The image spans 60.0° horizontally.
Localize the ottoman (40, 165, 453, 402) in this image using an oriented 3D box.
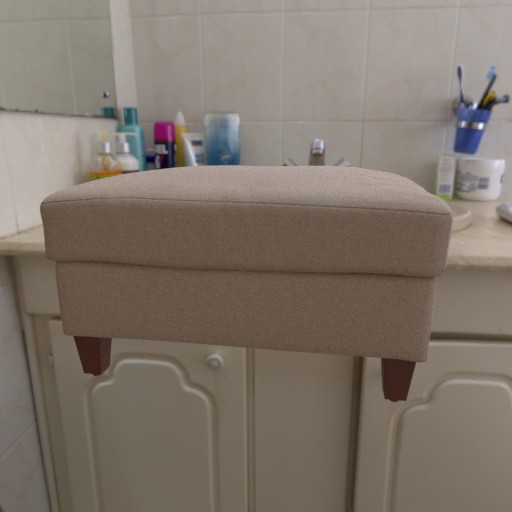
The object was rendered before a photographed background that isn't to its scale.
[{"bbox_3d":[0.000,0.000,1.282,0.902,0.511,0.692,2,15,9],"label":"ottoman"}]
